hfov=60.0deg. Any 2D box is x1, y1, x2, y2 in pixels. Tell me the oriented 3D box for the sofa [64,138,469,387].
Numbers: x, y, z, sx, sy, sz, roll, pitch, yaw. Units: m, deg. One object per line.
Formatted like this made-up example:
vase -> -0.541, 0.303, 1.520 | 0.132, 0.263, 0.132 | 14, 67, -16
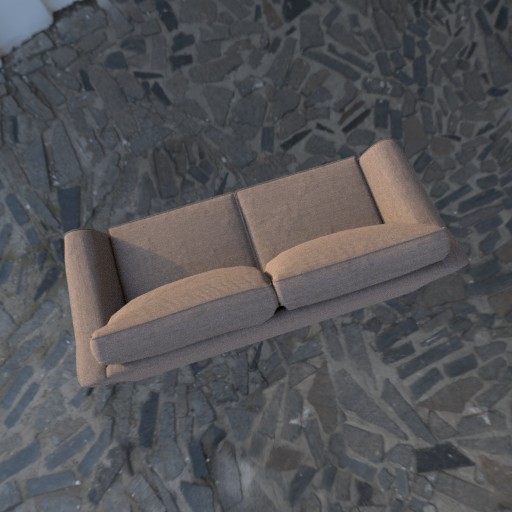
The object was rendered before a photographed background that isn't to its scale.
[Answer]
sofa -> 0.000, 0.000, 2.807 | 2.270, 0.965, 0.980 | -17, 75, -5
